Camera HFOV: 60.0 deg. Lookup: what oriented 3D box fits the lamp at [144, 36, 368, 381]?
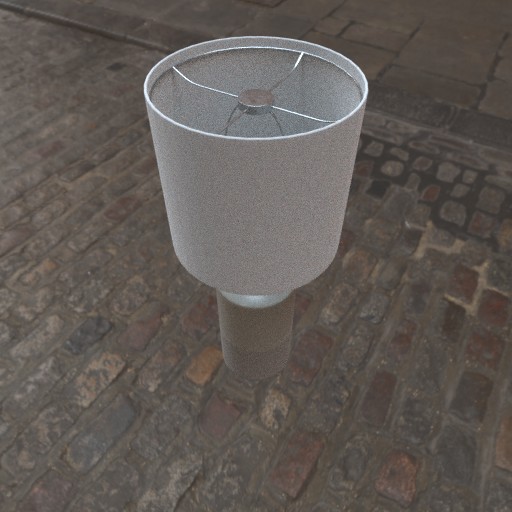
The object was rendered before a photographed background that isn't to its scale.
[{"bbox_3d":[0.000,0.000,0.603,0.212,0.493,0.212,23,51,20],"label":"lamp"}]
